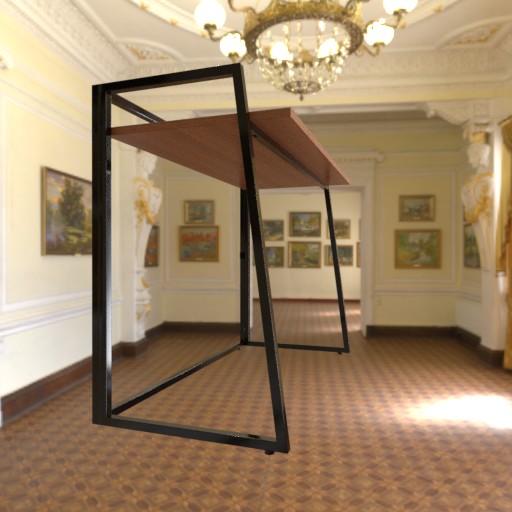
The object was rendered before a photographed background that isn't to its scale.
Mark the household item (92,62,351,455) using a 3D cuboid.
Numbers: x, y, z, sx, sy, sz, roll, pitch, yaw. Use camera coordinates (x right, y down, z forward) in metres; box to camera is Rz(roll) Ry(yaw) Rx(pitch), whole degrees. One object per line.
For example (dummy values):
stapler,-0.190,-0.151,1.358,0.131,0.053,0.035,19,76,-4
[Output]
household item,0.000,0.000,1.522,0.510,0.860,1.050,0,0,19
